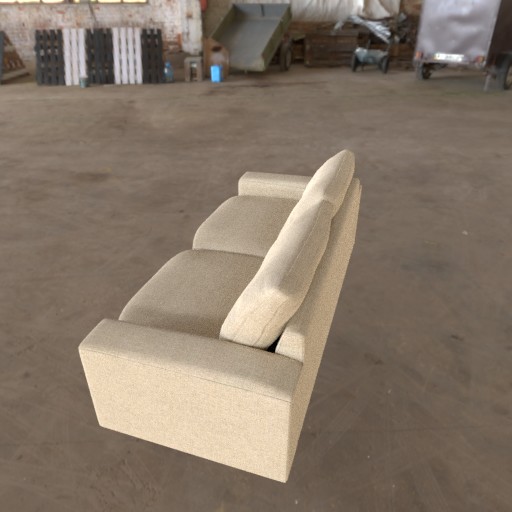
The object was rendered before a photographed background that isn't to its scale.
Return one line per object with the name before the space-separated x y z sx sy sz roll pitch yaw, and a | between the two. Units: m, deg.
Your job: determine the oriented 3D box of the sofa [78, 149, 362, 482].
sofa | 0.000 0.000 2.815 1.040 0.922 2.299 10 33 15
